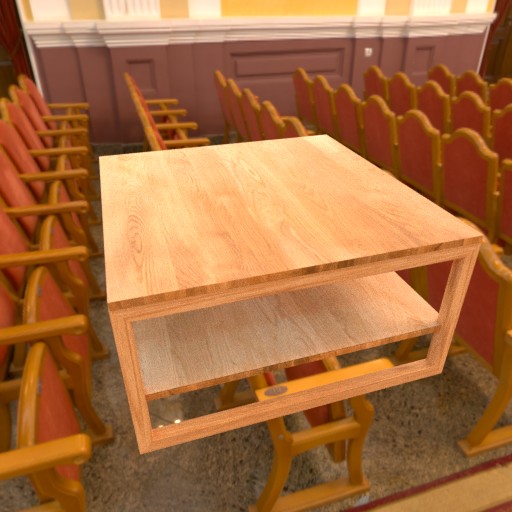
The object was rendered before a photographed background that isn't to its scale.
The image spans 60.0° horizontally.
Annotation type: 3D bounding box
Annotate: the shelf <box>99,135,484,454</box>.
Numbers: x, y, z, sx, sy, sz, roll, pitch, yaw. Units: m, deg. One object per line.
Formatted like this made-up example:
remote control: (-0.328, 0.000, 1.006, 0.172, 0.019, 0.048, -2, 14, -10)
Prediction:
shelf: (0.000, 0.000, 1.471, 0.899, 0.480, 0.899, -10, 33, -15)
